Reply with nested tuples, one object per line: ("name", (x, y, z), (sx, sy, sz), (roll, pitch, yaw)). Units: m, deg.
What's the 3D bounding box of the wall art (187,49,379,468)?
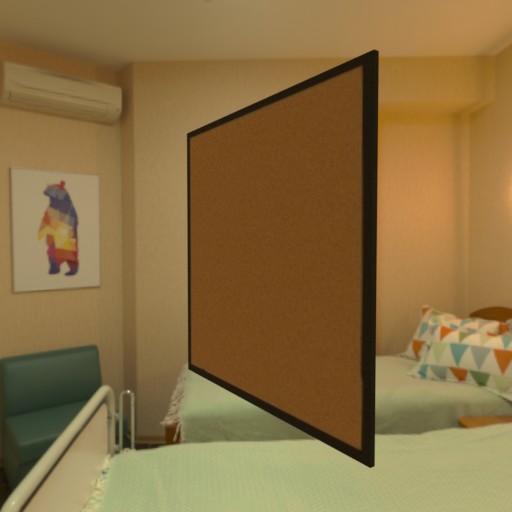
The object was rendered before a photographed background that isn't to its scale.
("wall art", (0.000, 0.000, 1.213), (0.013, 0.823, 0.823), (-1, 3, -35))
